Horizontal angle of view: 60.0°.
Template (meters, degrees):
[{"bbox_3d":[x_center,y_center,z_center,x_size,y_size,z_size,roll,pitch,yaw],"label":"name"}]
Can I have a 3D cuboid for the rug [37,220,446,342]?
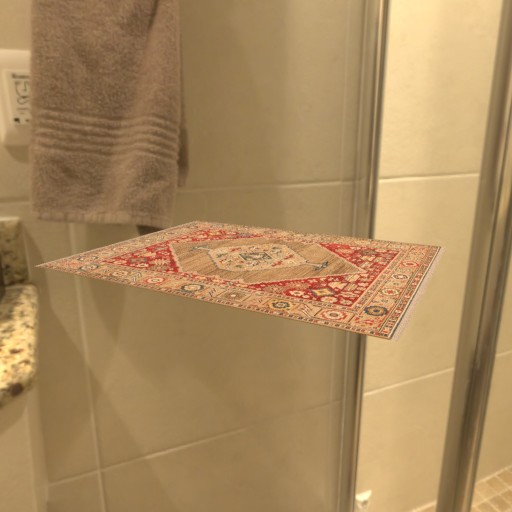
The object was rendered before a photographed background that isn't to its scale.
[{"bbox_3d":[0.000,0.000,4.238,3.143,0.008,2.451,8,17,27],"label":"rug"}]
